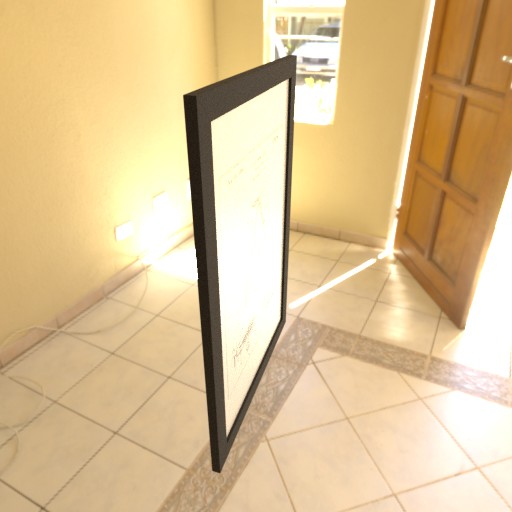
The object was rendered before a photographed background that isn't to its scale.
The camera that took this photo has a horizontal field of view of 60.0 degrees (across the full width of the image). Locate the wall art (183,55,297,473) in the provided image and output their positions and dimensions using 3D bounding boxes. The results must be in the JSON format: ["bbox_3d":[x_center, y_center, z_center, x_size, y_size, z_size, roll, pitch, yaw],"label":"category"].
[{"bbox_3d":[0.000,0.000,0.683,0.013,0.534,0.380,9,31,16],"label":"wall art"}]
